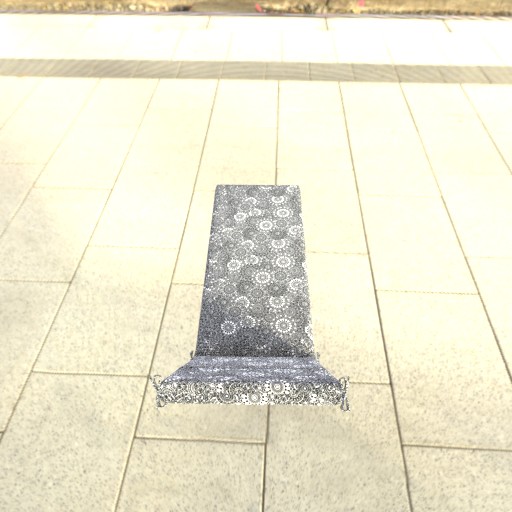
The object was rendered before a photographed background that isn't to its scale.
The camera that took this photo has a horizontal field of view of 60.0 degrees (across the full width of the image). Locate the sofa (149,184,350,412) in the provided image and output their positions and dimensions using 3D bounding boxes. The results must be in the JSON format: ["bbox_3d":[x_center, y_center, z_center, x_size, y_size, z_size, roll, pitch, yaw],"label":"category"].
[{"bbox_3d":[0.000,0.000,1.974,0.582,0.622,1.663,1,47,1],"label":"sofa"}]
